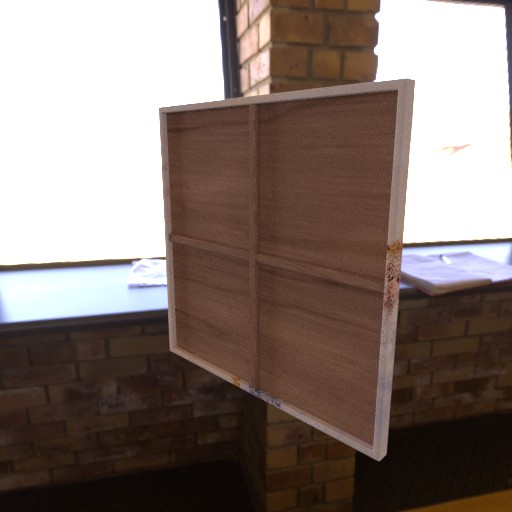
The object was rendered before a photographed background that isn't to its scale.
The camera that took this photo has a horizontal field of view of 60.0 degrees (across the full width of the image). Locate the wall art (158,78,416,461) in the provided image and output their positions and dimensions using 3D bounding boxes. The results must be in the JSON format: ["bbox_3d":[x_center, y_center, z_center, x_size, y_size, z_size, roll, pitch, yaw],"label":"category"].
[{"bbox_3d":[0.000,0.000,1.305,0.889,0.889,0.038,13,19,43],"label":"wall art"}]
